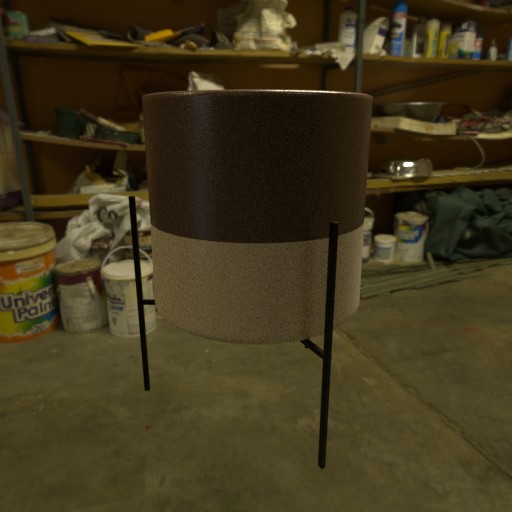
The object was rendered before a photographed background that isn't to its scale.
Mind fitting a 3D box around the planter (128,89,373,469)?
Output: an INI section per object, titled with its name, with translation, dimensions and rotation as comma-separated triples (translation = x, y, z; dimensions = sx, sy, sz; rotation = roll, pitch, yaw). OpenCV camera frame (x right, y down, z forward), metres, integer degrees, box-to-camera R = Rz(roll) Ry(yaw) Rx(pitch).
[planter]
translation = 0.000, 0.000, 0.523
dimensions = 0.250, 0.353, 0.260
rotation = 8, 19, 25
